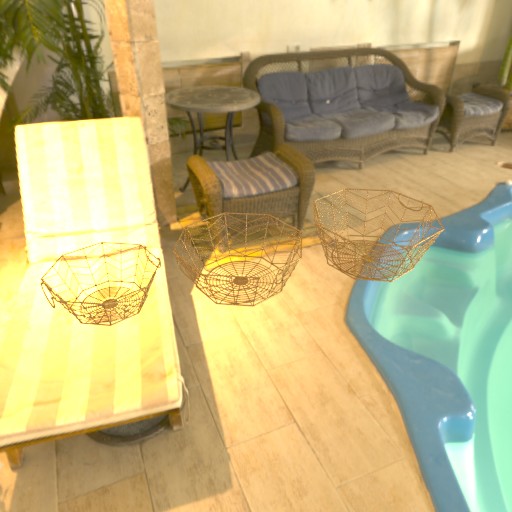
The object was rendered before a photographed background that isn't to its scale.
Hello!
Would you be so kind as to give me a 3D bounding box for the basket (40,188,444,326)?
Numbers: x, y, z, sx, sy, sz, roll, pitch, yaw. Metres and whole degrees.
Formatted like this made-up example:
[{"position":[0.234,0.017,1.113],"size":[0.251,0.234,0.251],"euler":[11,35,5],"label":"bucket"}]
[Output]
[{"position":[0.000,0.000,1.396],"size":[1.245,0.178,0.432],"euler":[-9,33,-14],"label":"basket"}]
